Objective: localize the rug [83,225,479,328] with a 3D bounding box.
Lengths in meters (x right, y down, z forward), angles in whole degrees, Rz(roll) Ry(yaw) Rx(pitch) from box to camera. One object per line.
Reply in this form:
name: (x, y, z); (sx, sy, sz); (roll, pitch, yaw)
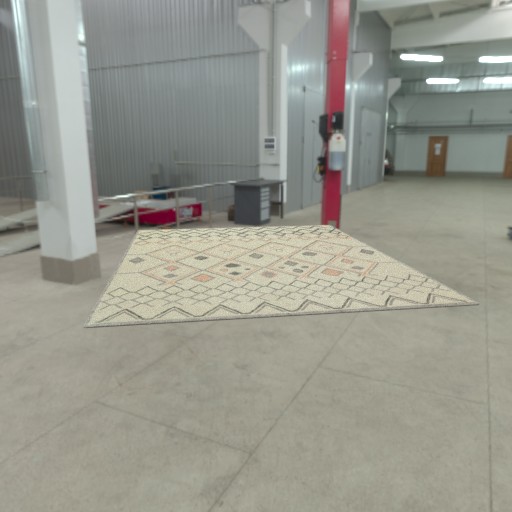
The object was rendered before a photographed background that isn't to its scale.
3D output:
rug: (0.000, 0.000, 4.128); (2.441, 0.016, 3.050); (-2, 14, -9)
